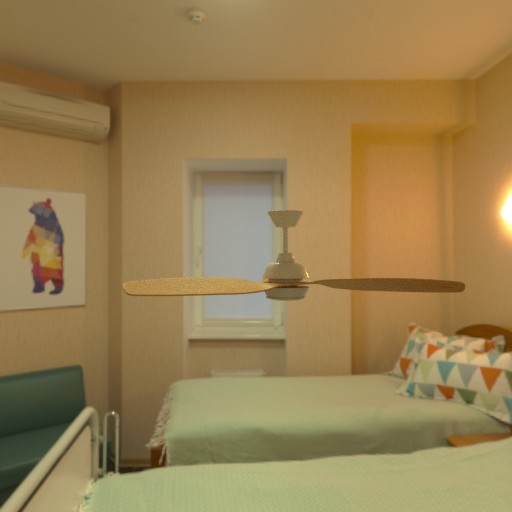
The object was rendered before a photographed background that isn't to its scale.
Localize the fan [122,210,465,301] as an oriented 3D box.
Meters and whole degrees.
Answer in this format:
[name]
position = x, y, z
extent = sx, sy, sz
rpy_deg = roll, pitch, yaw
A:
[fan]
position = 0.000, 0.000, 1.685
extent = 1.010, 0.355, 1.142
rpy_deg = 0, 0, -36
